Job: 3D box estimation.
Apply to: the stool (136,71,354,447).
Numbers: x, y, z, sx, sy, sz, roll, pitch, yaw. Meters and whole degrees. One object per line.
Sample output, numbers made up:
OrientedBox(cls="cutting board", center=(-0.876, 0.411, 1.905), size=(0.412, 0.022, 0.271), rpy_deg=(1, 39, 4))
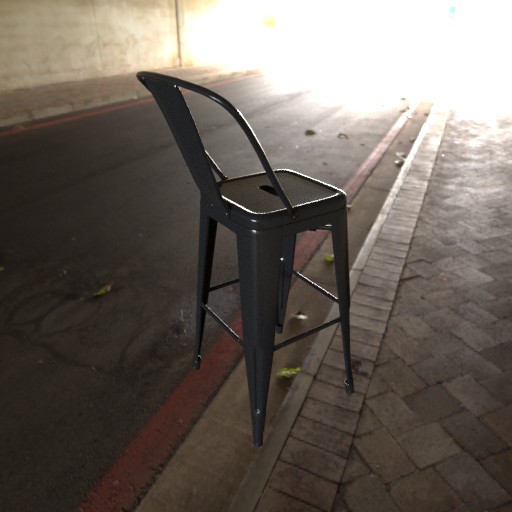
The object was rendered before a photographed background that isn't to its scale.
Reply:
OrientedBox(cls="stool", center=(0.000, 0.000, 1.298), size=(0.528, 1.022, 0.432), rpy_deg=(-17, 32, -30))
